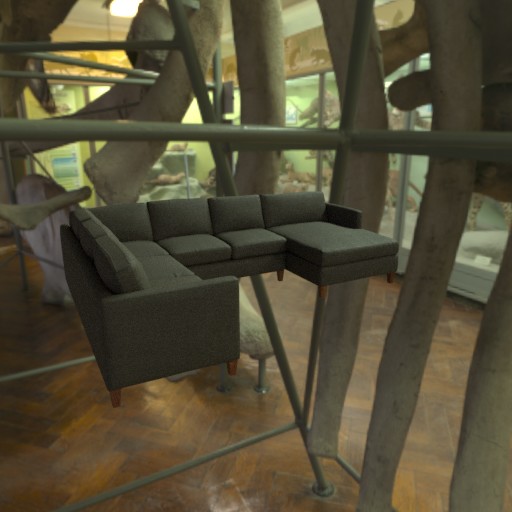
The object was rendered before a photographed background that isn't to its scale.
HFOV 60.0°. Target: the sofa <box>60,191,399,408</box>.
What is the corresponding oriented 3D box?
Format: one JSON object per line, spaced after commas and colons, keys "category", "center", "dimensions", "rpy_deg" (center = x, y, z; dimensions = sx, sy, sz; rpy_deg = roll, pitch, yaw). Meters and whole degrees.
{"category": "sofa", "center": [0.000, 0.000, 4.522], "dimensions": [3.460, 0.961, 2.594], "rpy_deg": [-8, 18, -27]}
